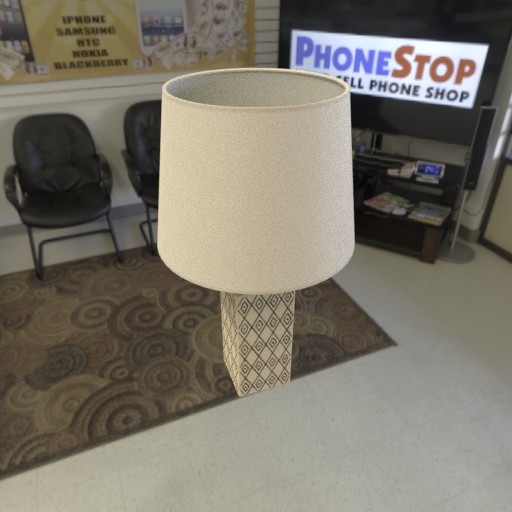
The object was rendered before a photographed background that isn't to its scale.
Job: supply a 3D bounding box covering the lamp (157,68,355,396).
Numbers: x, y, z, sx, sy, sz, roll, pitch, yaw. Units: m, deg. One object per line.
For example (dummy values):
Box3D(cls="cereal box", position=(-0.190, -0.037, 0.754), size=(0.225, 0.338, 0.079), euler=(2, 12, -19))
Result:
Box3D(cls="lamp", position=(0.000, 0.000, 0.591), size=(0.251, 0.435, 0.251), euler=(0, 32, 0))
